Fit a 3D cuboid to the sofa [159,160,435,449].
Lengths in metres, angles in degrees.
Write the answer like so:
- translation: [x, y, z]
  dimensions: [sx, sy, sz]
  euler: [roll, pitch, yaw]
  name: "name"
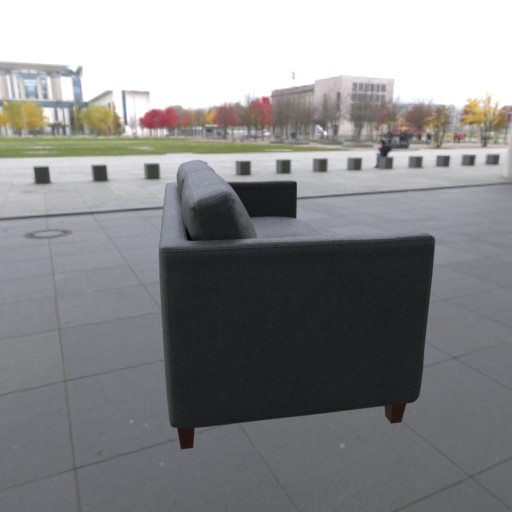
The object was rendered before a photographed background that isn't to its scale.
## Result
- translation: [0.000, 0.000, 2.358]
  dimensions: [0.951, 0.933, 1.883]
  euler: [-3, 16, -10]
  name: "sofa"
